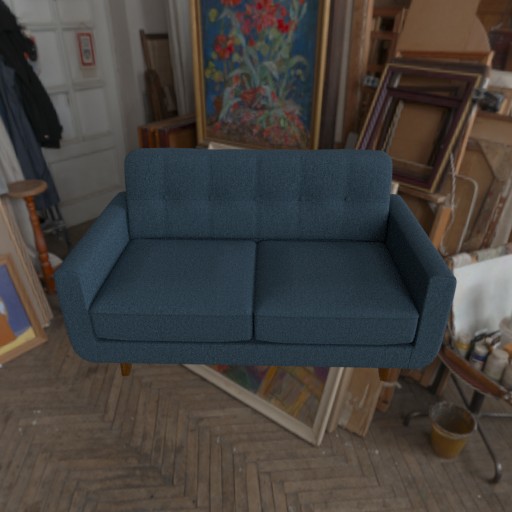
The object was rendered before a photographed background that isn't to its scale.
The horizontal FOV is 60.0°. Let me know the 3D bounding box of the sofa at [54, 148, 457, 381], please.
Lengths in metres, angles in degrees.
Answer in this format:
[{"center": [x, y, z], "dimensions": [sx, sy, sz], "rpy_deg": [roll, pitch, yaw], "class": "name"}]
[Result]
[{"center": [0.000, 0.000, 2.261], "dimensions": [1.651, 0.896, 0.942], "rpy_deg": [1, 29, 1], "class": "sofa"}]
